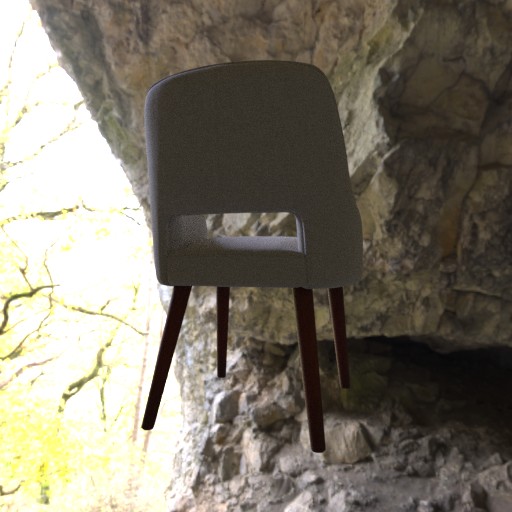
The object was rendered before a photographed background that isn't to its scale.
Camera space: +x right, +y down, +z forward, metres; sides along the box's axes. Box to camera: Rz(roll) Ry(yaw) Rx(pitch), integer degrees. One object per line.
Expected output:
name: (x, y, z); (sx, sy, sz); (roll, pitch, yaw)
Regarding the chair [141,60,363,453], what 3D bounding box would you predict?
chair: (0.000, 0.000, 1.223); (0.560, 0.840, 0.580); (0, 0, 17)
